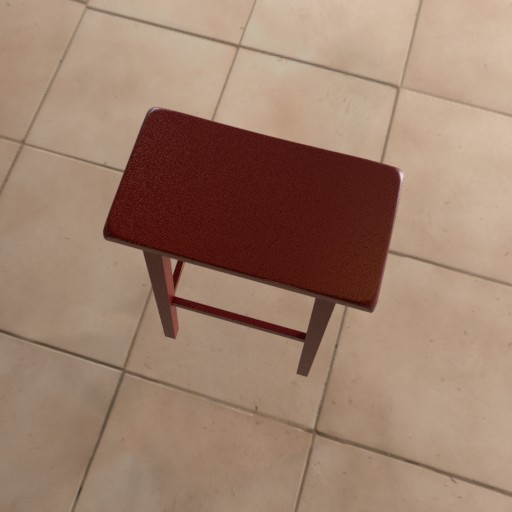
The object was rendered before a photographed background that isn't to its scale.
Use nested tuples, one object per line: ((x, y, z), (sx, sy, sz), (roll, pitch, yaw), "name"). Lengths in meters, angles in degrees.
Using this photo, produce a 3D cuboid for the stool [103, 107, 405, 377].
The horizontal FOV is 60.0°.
((0.000, 0.000, 1.067), (0.457, 0.737, 0.476), (15, 77, 4), "stool")
